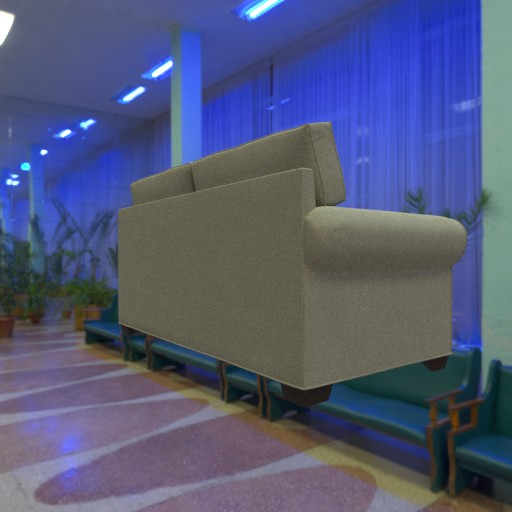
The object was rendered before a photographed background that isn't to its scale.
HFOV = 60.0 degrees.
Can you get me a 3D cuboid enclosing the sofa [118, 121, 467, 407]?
[{"bbox_3d":[0.000,0.000,2.255,0.861,0.933,1.774,0,0,-37],"label":"sofa"}]
